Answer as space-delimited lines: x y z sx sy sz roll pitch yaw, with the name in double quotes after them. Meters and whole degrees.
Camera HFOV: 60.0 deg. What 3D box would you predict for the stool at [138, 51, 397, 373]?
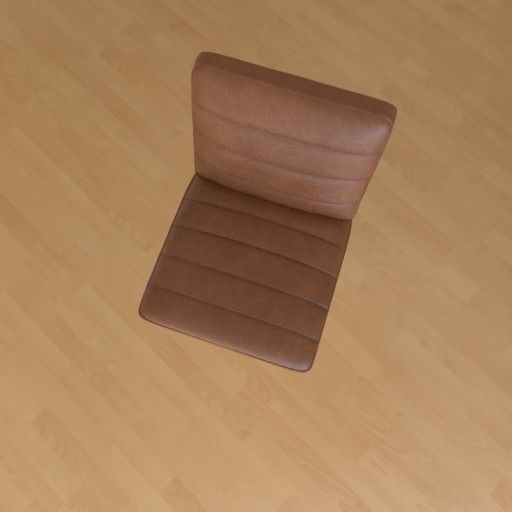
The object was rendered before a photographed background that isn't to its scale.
0.000 0.000 1.274 0.458 0.940 0.556 18 76 5 "stool"
